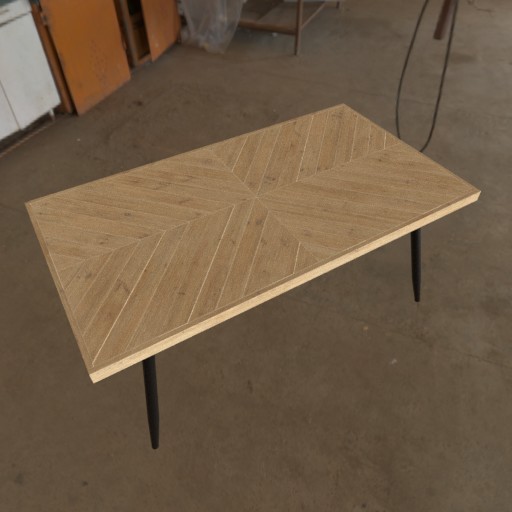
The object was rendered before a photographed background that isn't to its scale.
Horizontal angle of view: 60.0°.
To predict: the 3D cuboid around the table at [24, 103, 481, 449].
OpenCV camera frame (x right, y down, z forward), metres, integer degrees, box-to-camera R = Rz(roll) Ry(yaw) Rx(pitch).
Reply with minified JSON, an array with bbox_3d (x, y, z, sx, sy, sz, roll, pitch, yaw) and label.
[{"bbox_3d":[0.000,0.000,2.267,1.803,0.762,0.991,-23,50,-21],"label":"table"}]
